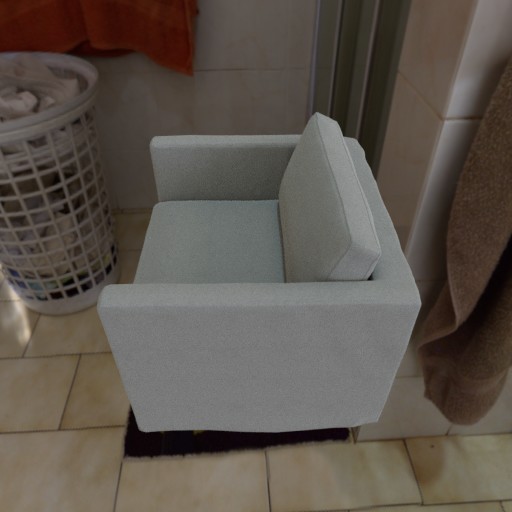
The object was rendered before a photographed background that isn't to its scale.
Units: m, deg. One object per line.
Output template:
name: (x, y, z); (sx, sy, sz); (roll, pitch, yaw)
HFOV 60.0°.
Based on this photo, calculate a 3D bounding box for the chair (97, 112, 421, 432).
chair: (0.000, 0.000, 1.791); (0.949, 0.863, 1.057); (-1, 42, -1)
